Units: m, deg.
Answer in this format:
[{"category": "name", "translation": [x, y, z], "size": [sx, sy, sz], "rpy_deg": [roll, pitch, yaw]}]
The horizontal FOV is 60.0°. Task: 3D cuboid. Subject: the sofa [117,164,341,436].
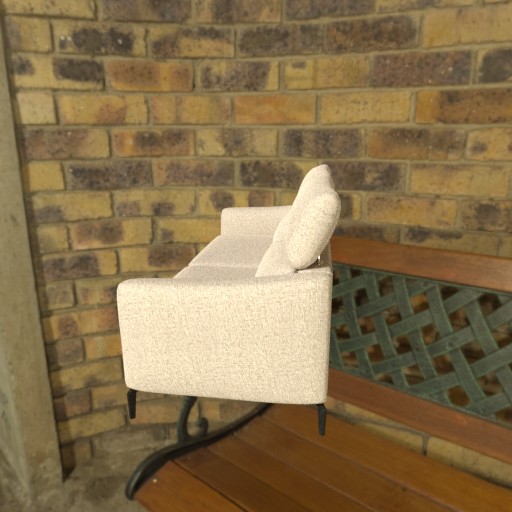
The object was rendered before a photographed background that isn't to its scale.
[{"category": "sofa", "translation": [0.000, 0.000, 2.560], "size": [0.856, 0.956, 2.015], "rpy_deg": [2, 15, 8]}]
